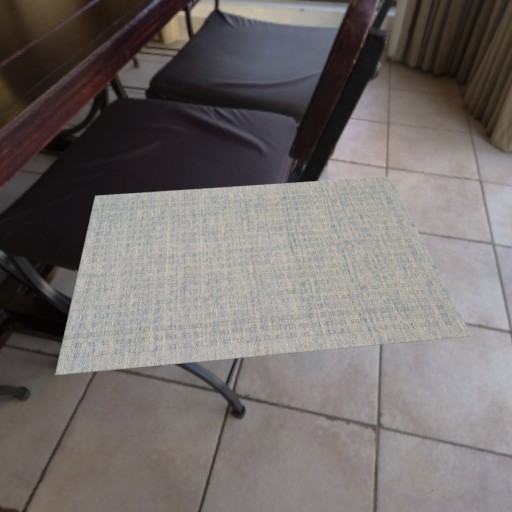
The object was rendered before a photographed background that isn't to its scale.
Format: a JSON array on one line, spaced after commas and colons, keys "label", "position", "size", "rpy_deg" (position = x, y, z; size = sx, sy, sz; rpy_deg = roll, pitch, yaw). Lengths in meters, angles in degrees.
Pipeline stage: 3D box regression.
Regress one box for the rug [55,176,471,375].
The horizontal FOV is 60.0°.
[{"label": "rug", "position": [0.000, 0.000, 2.244], "size": [1.752, 0.006, 1.142], "rpy_deg": [-4, 47, -4]}]
